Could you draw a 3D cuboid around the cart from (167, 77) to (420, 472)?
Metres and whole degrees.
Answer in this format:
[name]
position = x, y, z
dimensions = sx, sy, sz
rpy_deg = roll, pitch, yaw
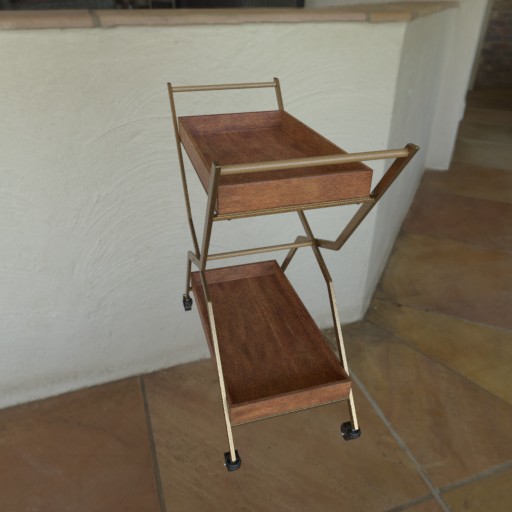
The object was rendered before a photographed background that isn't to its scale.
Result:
[cart]
position = 0.000, 0.000, 1.318
dimensions = 0.405, 0.869, 0.836
rpy_deg = -8, 32, -14
